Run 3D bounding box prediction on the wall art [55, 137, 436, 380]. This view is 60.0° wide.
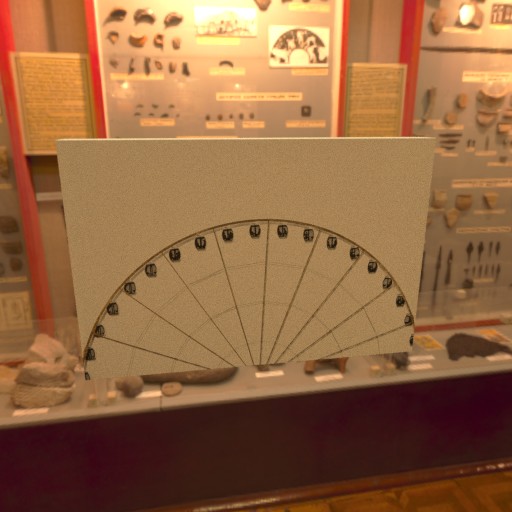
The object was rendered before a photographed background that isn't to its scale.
[{"bbox_3d":[0.000,0.000,0.495,0.384,0.254,0.039,-3,17,-9],"label":"wall art"}]
